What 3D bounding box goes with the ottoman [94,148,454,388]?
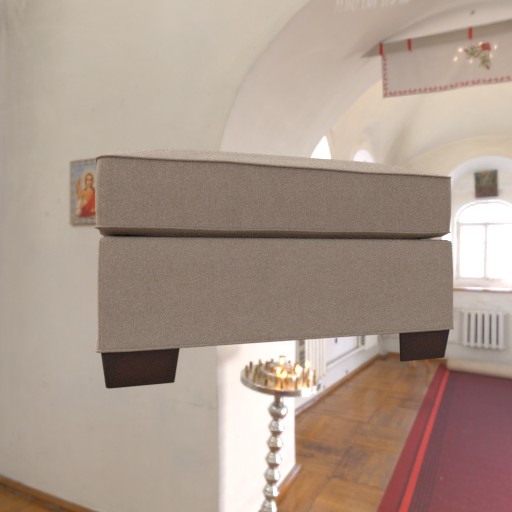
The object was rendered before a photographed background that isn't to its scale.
[{"bbox_3d":[0.000,0.000,1.250,0.846,0.503,0.617,0,1,-18],"label":"ottoman"}]
